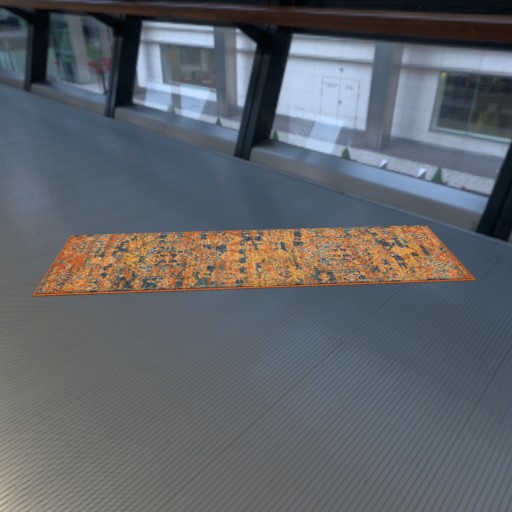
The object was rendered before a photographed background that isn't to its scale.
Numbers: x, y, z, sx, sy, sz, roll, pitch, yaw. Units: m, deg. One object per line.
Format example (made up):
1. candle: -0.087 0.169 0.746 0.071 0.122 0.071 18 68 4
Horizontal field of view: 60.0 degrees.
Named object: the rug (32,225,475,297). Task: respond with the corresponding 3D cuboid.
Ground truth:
1. rug: 0.000 0.000 2.545 2.274 0.016 0.651 -2 30 -3
